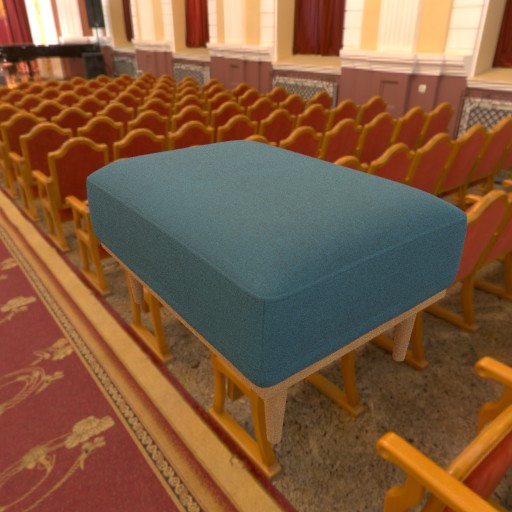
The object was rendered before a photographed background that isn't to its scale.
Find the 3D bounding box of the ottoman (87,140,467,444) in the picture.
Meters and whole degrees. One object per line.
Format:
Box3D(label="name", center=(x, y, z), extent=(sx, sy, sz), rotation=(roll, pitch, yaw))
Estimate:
Box3D(label="ottoman", center=(0.000, 0.000, 1.066), extent=(0.549, 0.428, 0.749), rotation=(-19, 33, -33))
